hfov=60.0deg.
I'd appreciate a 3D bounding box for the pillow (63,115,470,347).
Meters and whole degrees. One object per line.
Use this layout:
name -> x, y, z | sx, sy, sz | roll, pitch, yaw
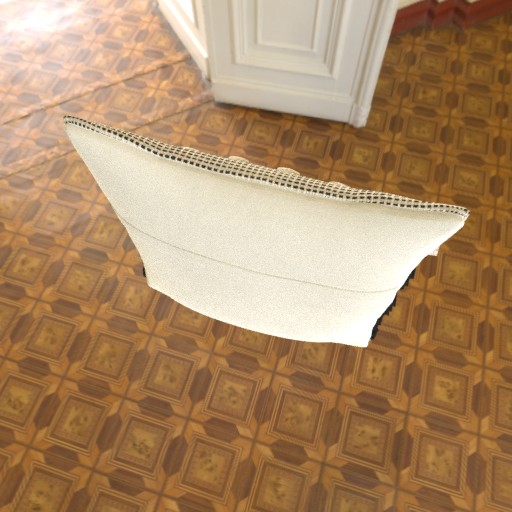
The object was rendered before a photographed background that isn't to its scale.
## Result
pillow -> 0.000, 0.000, 0.644 | 0.436, 0.438, 0.156 | 15, 64, 8
